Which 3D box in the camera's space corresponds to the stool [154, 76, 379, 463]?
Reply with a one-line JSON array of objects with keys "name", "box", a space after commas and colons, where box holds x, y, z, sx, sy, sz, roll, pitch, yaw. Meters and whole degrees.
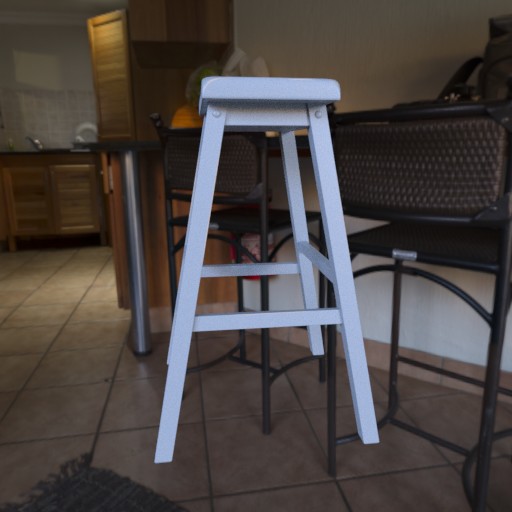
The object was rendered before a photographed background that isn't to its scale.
[{"name": "stool", "box": [0.000, 0.000, 1.058, 0.476, 0.737, 0.457, -2, 14, -7]}]
